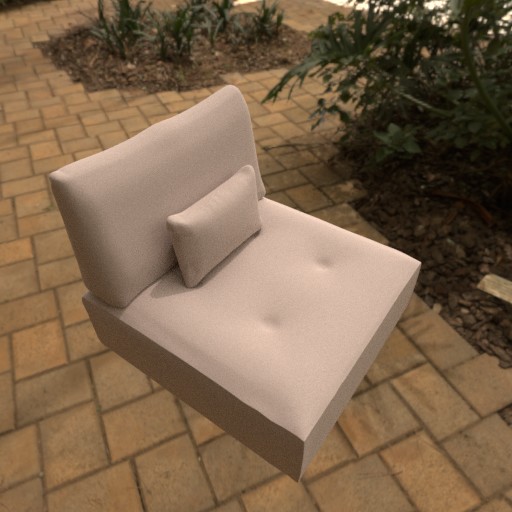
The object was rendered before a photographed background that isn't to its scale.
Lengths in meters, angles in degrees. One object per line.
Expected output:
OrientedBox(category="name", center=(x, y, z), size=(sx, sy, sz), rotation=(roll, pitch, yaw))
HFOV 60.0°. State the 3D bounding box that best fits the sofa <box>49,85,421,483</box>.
OrientedBox(category="sofa", center=(0.000, 0.000, 1.661), size=(1.000, 0.828, 0.935), rotation=(25, 48, 26))
